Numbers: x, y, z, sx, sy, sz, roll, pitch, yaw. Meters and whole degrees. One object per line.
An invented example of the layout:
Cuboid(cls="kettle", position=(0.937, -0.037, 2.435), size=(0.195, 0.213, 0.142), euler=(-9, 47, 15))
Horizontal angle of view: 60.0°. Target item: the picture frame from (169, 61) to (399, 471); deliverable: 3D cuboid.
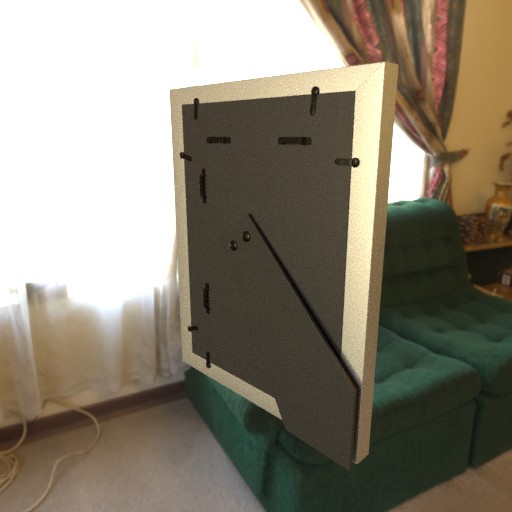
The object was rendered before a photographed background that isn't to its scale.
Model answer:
Cuboid(cls="picture frame", position=(0.000, 0.000, 0.517), size=(0.036, 0.386, 0.307), euler=(-14, 21, -43))
